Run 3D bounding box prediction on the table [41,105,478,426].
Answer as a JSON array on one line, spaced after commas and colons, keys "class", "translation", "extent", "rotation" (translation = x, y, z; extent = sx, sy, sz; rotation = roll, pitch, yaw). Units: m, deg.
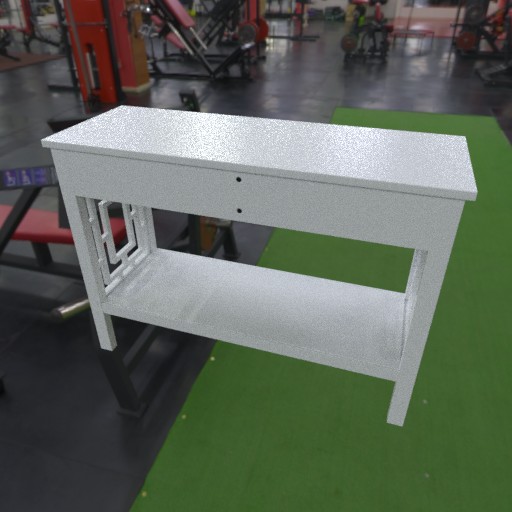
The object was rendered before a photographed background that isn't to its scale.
[{"class": "table", "translation": [0.000, 0.000, 1.390], "extent": [1.068, 0.753, 0.397], "rotation": [10, 34, 15]}]
